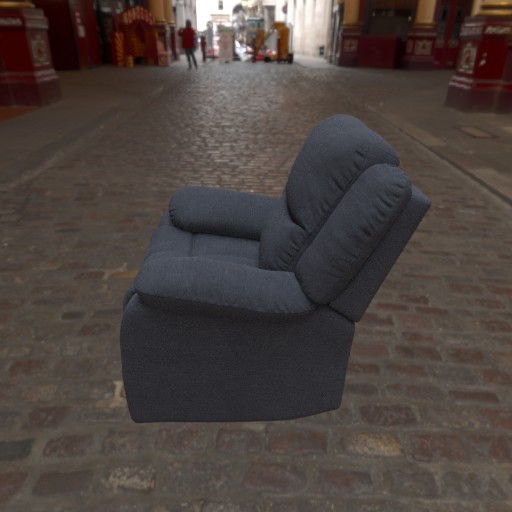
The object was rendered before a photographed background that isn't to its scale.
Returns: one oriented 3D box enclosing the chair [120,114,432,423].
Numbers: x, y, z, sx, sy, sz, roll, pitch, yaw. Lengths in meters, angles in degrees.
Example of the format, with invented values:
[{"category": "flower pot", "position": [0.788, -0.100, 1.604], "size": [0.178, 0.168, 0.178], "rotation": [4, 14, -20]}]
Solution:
[{"category": "chair", "position": [0.000, 0.000, 1.703], "size": [0.944, 1.008, 0.899], "rotation": [0, 27, -1]}]
